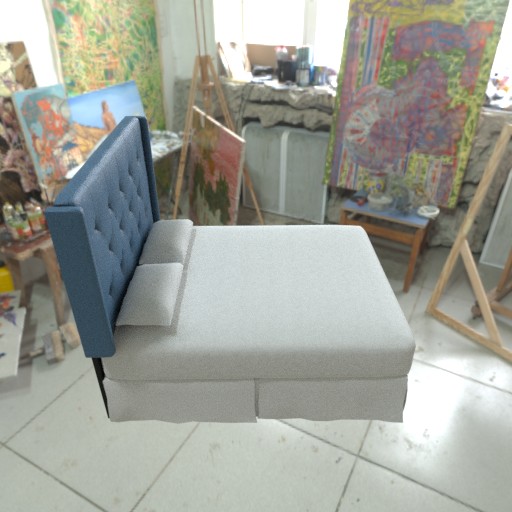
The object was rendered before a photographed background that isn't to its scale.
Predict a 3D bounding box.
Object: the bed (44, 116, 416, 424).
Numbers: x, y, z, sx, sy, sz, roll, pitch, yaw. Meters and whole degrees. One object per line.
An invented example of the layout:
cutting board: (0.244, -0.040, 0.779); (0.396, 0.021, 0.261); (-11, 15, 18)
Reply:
bed: (0.000, 0.000, 3.297); (2.078, 1.665, 1.719); (-1, 32, -1)
